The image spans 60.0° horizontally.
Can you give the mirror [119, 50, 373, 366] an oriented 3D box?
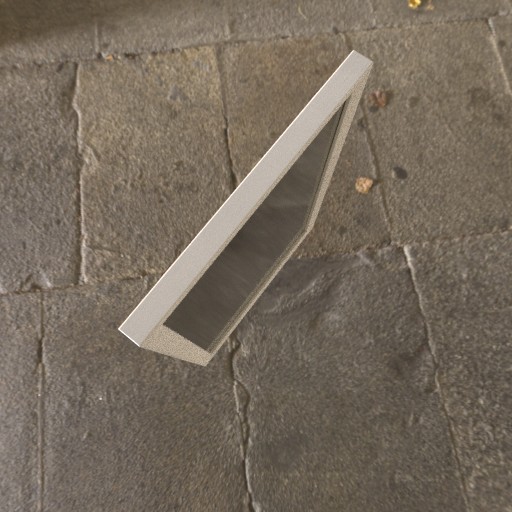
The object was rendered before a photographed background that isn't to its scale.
[{"bbox_3d":[0.000,0.000,0.928,0.040,0.710,0.507,36,77,10],"label":"mirror"}]
